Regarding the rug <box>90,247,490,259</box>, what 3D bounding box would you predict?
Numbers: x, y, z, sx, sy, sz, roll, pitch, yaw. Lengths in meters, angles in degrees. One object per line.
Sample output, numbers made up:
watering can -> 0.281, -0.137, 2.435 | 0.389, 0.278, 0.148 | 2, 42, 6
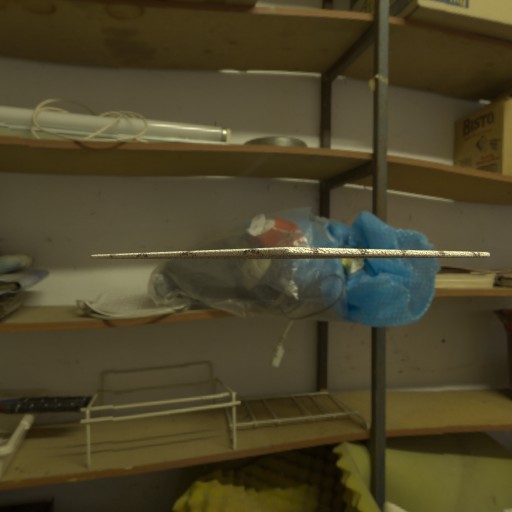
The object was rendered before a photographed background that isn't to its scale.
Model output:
rug -> 0.000, 0.000, 3.044 | 1.524, 0.030, 2.438 | 1, -1, -37
